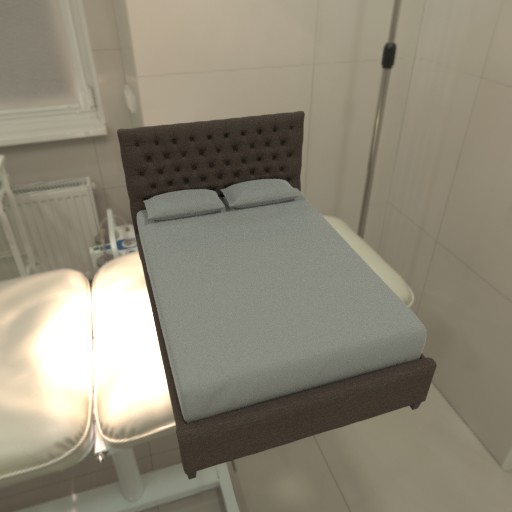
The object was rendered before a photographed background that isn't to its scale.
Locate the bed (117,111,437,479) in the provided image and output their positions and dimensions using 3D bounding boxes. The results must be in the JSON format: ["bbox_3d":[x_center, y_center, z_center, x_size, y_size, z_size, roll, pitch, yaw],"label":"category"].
[{"bbox_3d":[0.000,0.000,3.401,1.698,1.427,2.387,-11,36,-15],"label":"bed"}]
